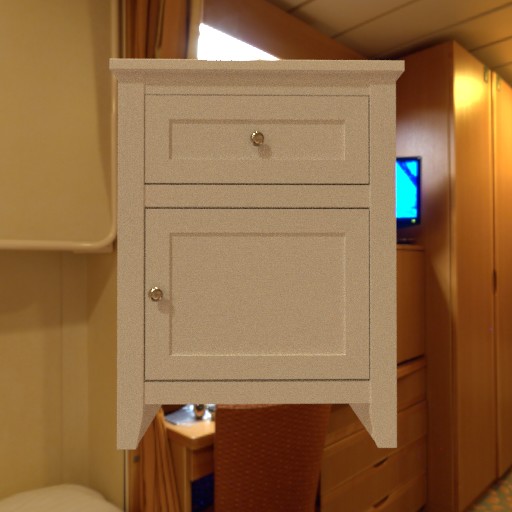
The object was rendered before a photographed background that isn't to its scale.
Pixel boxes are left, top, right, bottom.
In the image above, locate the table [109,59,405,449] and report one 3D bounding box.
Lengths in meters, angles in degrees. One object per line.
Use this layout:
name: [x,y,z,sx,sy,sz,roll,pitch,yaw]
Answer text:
table: [0.000,0.000,0.906,0.480,0.635,0.381,0,-1,-1]
